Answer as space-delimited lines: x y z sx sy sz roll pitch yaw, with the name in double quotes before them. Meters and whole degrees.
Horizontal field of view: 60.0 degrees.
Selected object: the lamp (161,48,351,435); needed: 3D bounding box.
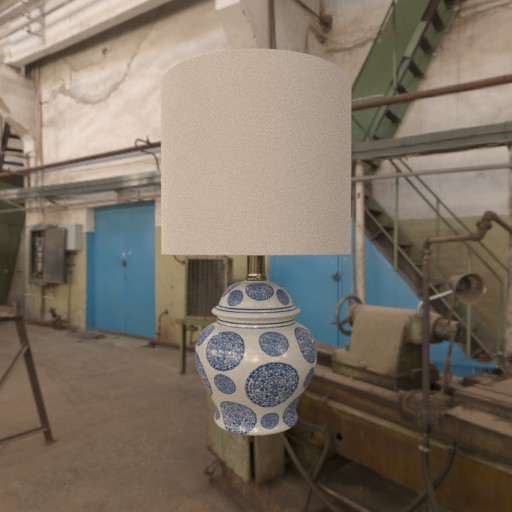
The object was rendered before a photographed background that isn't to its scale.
"lamp" 0.000 0.000 0.513 0.215 0.381 0.215 1 1 37
